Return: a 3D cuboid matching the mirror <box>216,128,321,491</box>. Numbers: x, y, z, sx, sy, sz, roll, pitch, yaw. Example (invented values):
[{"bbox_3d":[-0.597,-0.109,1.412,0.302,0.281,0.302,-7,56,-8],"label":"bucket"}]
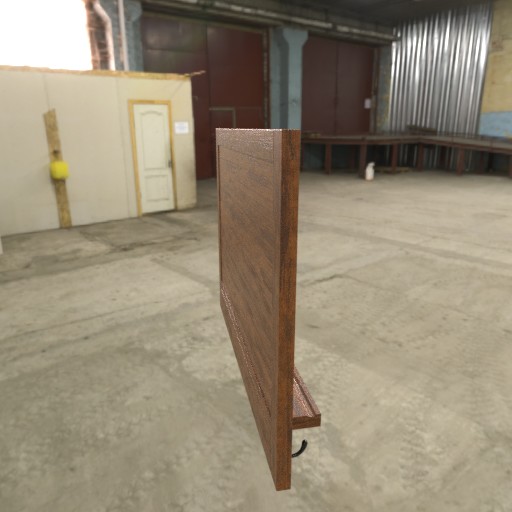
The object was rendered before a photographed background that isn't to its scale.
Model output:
[{"bbox_3d":[0.000,0.000,0.972,0.084,0.537,0.758,-3,16,-11],"label":"mirror"}]
